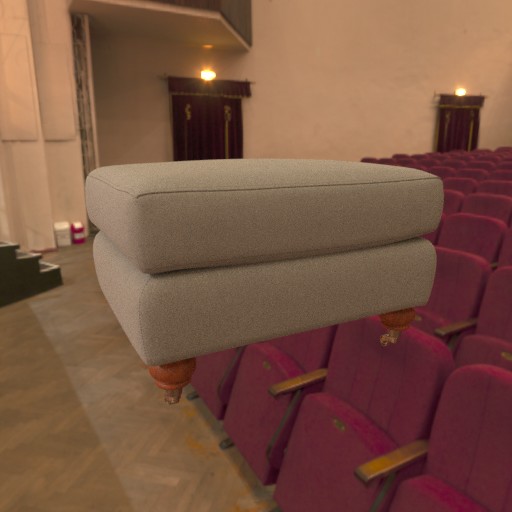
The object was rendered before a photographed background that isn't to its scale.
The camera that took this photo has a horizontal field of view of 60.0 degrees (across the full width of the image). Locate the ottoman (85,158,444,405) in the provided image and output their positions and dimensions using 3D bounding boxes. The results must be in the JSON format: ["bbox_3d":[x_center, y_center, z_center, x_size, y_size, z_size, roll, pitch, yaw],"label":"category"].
[{"bbox_3d":[0.000,0.000,1.172,0.773,0.499,0.569,-7,16,-27],"label":"ottoman"}]
